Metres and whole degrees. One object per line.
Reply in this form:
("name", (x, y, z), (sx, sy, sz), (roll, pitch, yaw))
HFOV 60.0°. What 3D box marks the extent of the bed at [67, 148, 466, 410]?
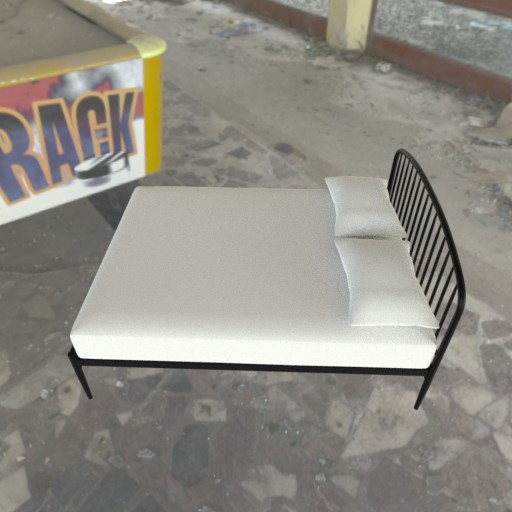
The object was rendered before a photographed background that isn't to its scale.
("bed", (0.000, 0.000, 3.095), (2.159, 1.166, 1.618), (1, 41, 2))
